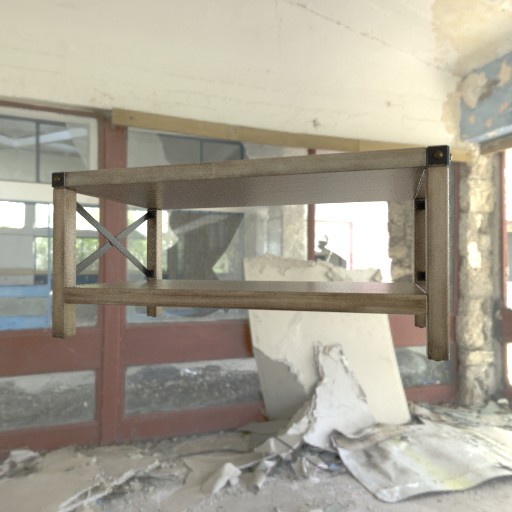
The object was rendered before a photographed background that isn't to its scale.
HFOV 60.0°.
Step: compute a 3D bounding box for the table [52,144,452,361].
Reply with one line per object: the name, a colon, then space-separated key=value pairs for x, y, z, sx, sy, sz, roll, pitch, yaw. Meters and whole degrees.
table: x=0.000 y=0.000 z=1.322 sx=1.016 sy=0.456 sz=0.559 roll=0 pitch=-1 yaw=17
